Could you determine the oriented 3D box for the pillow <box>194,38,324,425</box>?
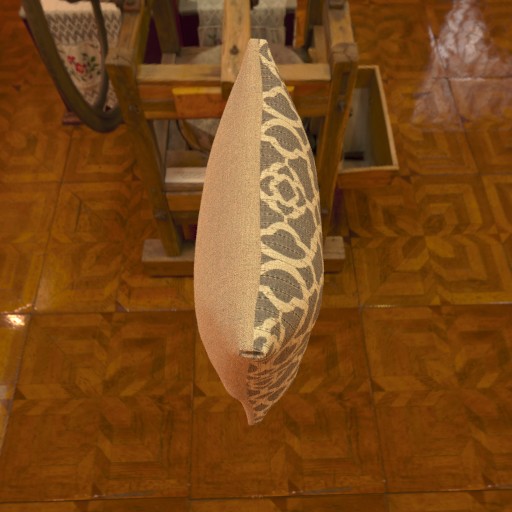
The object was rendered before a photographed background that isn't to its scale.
[{"bbox_3d":[0.000,0.000,0.789,0.215,0.498,0.508,1,62,0],"label":"pillow"}]
